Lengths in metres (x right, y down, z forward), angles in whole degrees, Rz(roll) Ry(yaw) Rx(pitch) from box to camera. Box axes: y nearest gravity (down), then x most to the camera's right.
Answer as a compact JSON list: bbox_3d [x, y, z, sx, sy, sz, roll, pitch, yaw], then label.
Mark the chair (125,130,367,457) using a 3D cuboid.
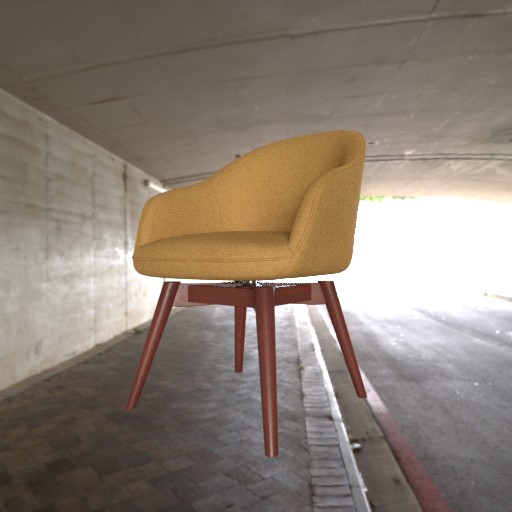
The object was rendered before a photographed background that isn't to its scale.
[{"bbox_3d":[0.000,0.000,1.266,0.596,0.823,0.635,0,0,37],"label":"chair"}]
